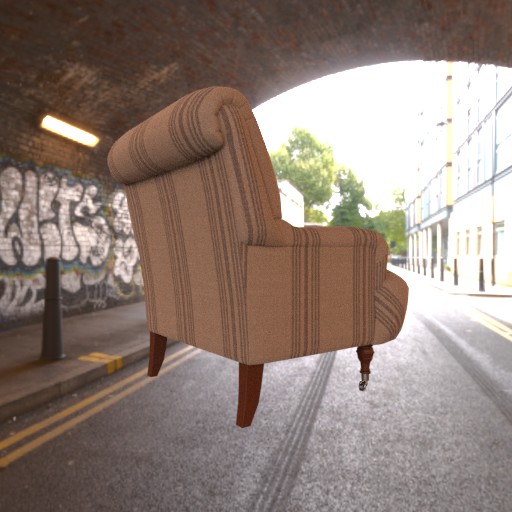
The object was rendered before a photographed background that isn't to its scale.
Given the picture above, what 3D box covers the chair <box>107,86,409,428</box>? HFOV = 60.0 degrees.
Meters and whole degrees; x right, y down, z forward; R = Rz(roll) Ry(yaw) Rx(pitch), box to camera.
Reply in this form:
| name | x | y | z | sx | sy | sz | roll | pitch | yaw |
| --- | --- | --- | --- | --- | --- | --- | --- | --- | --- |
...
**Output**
| name | x | y | z | sx | sy | sz | roll | pitch | yaw |
| --- | --- | --- | --- | --- | --- | --- | --- | --- | --- |
| chair | 0.000 | 0.000 | 1.636 | 0.914 | 0.940 | 0.813 | 0 | 0 | -36 |
